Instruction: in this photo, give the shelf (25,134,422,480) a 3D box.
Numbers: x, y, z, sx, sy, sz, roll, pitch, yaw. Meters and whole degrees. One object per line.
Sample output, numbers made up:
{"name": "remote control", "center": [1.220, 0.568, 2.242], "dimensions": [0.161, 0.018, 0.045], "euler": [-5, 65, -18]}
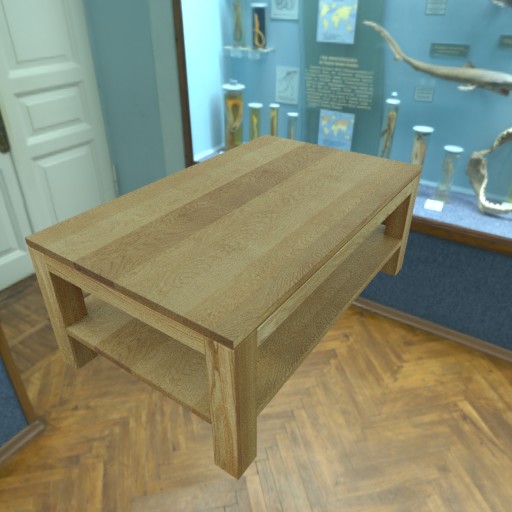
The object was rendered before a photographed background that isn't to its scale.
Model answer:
{"name": "shelf", "center": [0.000, 0.000, 1.527], "dimensions": [0.700, 0.450, 1.150], "euler": [20, 37, 29]}
